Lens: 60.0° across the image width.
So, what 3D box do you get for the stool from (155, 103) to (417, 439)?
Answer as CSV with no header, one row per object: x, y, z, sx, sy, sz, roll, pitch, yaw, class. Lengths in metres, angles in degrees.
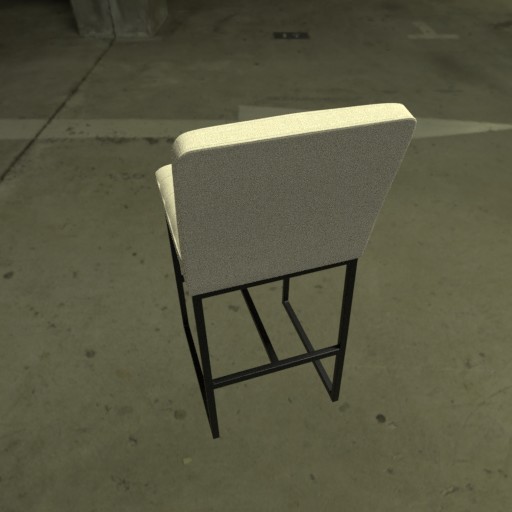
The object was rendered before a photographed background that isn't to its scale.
0.000,0.000,1.286,0.460,1.040,0.560,-12,42,-14,stool
